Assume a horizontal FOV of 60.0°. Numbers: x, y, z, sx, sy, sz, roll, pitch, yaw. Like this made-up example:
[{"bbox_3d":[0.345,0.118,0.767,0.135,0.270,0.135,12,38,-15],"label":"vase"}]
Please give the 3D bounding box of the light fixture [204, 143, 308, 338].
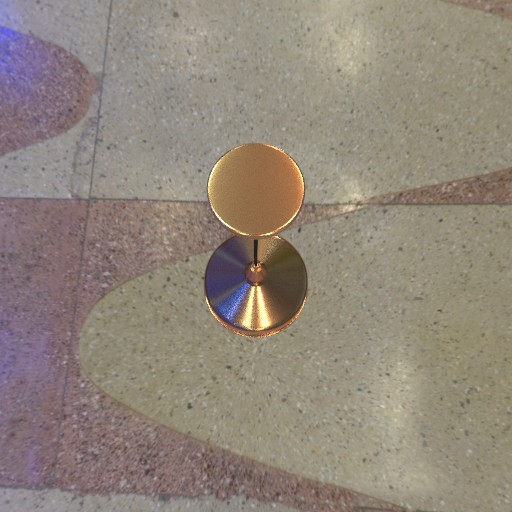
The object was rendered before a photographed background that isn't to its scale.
[{"bbox_3d":[0.000,0.000,0.919,0.301,0.754,0.301,4,77,1],"label":"light fixture"}]
